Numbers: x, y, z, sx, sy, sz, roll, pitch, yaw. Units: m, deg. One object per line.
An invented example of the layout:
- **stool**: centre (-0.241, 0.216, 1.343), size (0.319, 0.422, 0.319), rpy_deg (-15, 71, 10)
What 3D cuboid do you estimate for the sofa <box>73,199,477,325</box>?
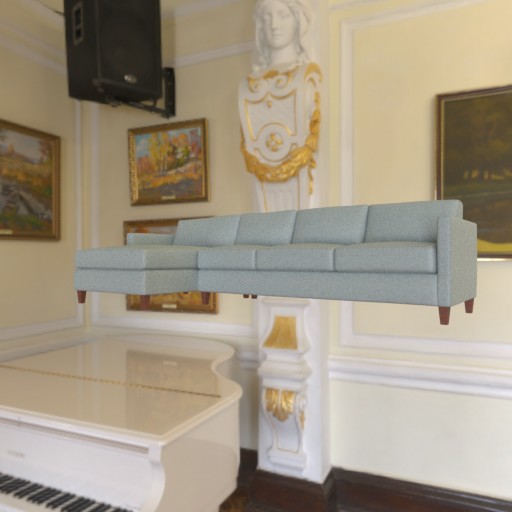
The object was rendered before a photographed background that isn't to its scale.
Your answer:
- **sofa**: centre (0.000, 0.000, 4.095), size (3.470, 0.953, 1.600), rpy_deg (0, 0, 37)
